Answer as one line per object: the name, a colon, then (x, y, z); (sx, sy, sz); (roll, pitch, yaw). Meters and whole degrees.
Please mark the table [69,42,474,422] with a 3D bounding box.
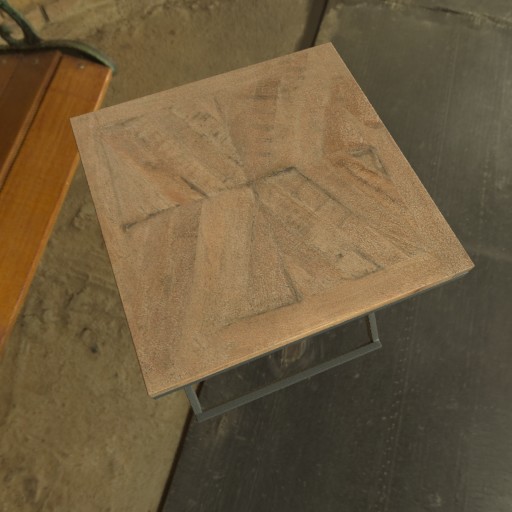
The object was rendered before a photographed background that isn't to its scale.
table: (0.000, 0.000, 0.956); (0.499, 0.550, 0.498); (-20, 68, -9)
